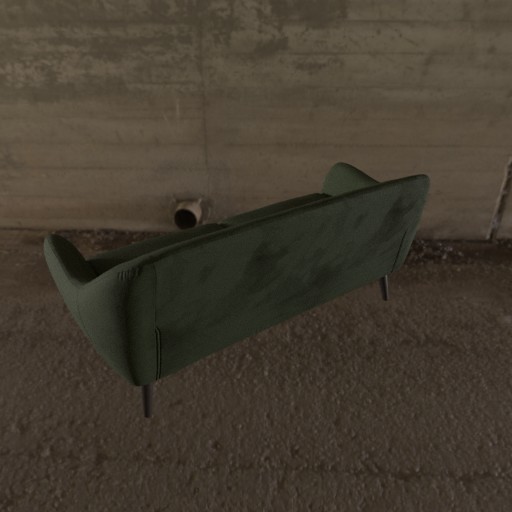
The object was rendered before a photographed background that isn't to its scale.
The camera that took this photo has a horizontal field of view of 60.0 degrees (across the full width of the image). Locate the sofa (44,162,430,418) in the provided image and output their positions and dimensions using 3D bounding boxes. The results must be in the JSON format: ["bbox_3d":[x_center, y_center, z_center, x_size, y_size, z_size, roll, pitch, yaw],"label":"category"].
[{"bbox_3d":[0.000,0.000,2.257,1.840,0.836,0.820,-19,35,-29],"label":"sofa"}]
